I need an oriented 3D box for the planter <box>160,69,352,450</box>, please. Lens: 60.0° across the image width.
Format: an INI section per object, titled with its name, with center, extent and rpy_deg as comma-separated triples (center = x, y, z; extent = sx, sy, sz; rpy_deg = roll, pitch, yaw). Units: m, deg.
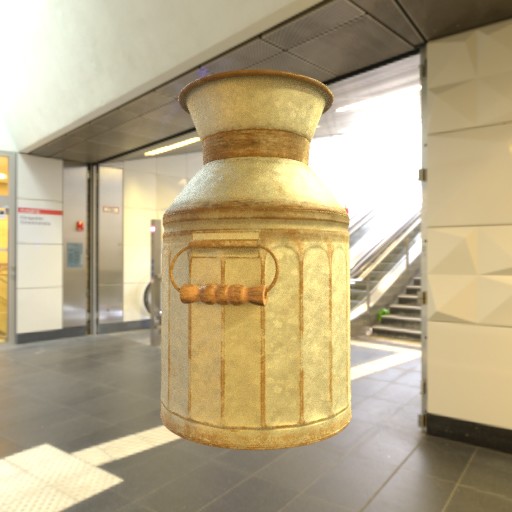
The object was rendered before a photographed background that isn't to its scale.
[planter]
center = 0.000, 0.000, 0.510
extent = 0.215, 0.358, 0.248
rpy_deg = 0, 0, 17
